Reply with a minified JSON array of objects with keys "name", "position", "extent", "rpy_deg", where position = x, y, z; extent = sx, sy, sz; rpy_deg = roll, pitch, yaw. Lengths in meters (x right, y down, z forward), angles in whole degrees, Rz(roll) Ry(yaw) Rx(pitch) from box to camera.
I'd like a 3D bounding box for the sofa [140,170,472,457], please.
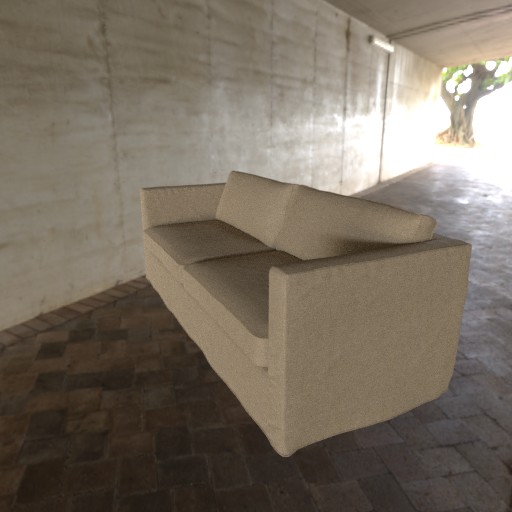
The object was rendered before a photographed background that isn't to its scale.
[{"name":"sofa","position":[0.000,0.000,2.711],"extent":[0.956,0.847,2.296],"rpy_deg":[-8,19,-25]}]
